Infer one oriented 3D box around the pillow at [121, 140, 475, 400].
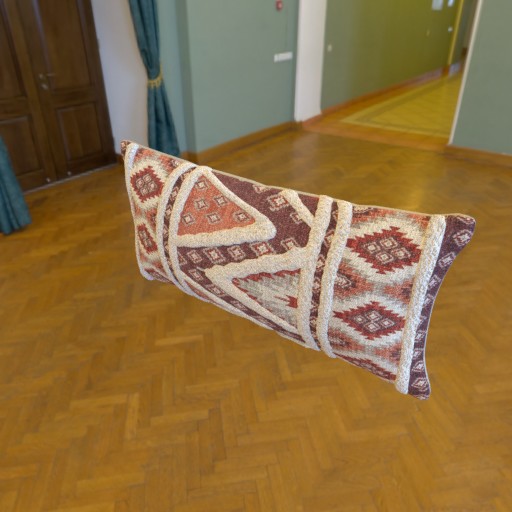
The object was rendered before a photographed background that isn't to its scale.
[{"bbox_3d":[0.000,0.000,0.722,0.608,0.295,0.161,19,35,30],"label":"pillow"}]
